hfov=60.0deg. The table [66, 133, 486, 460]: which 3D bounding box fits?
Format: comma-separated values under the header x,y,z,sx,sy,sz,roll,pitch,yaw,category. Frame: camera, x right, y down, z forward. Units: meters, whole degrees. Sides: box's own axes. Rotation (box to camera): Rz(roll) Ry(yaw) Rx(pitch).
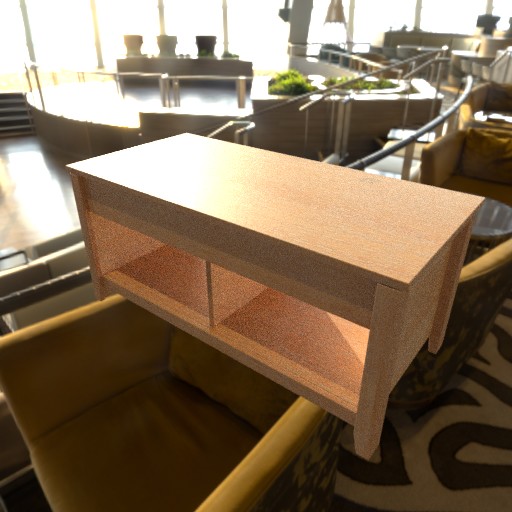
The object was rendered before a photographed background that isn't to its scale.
x,y,z,sx,sy,sz,roll,pitch,yaw,category
0.000,0.000,1.277,1.016,0.457,0.483,21,35,33,table
